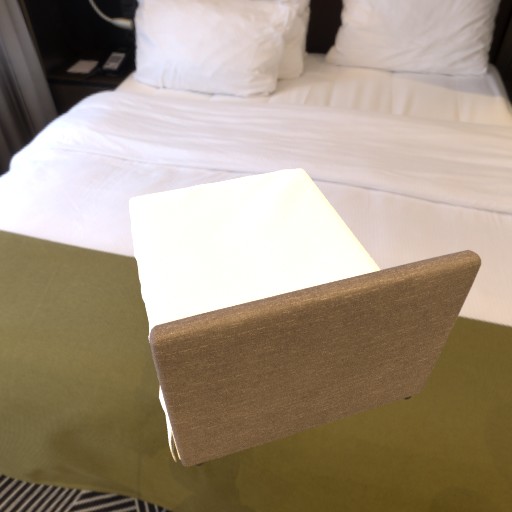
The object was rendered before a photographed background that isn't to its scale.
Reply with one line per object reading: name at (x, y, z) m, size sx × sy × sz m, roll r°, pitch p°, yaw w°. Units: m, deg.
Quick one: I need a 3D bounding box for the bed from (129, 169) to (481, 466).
bed at (0.000, 0.000, 3.173) m, size 1.723 × 1.330 × 2.142 m, roll -12°, pitch 44°, yaw -13°
